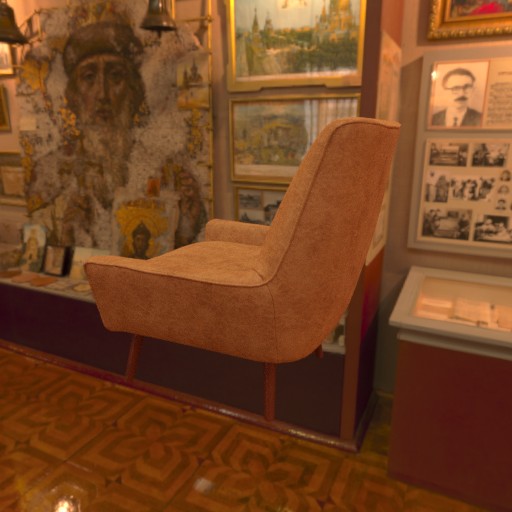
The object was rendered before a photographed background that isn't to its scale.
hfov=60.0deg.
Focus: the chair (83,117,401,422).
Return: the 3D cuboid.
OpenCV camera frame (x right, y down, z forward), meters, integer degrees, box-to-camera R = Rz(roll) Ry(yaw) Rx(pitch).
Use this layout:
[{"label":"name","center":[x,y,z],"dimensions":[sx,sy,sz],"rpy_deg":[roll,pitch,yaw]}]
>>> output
[{"label":"chair","center":[0.000,0.000,1.499],"dimensions":[0.851,0.883,0.753],"rpy_deg":[8,18,27]}]
